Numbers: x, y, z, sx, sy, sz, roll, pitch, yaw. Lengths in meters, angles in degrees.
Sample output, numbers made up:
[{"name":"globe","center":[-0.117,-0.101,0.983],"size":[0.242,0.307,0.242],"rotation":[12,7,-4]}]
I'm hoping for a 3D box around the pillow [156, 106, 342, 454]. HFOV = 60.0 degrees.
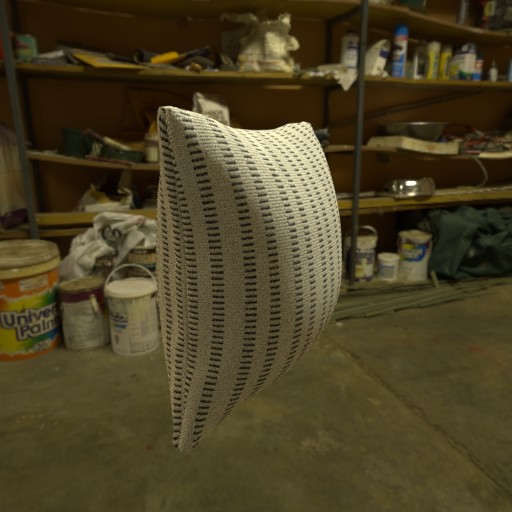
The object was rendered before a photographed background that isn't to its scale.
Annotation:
[{"name":"pillow","center":[0.000,0.000,0.692],"size":[0.247,0.419,0.438],"rotation":[7,16,26]}]
